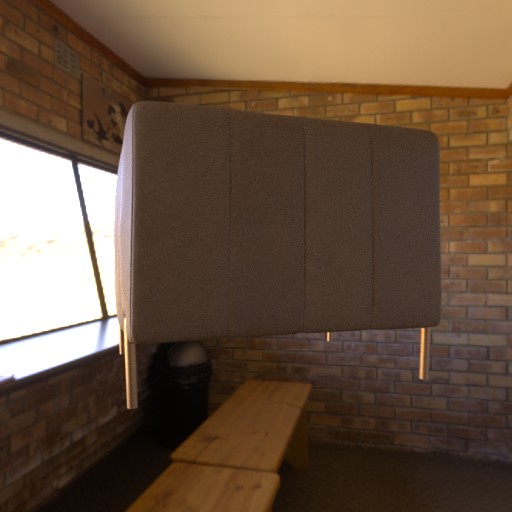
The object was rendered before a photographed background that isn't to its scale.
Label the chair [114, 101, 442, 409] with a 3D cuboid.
[{"bbox_3d":[0.000,0.000,1.605,0.981,0.779,0.876,0,0,-18],"label":"chair"}]
